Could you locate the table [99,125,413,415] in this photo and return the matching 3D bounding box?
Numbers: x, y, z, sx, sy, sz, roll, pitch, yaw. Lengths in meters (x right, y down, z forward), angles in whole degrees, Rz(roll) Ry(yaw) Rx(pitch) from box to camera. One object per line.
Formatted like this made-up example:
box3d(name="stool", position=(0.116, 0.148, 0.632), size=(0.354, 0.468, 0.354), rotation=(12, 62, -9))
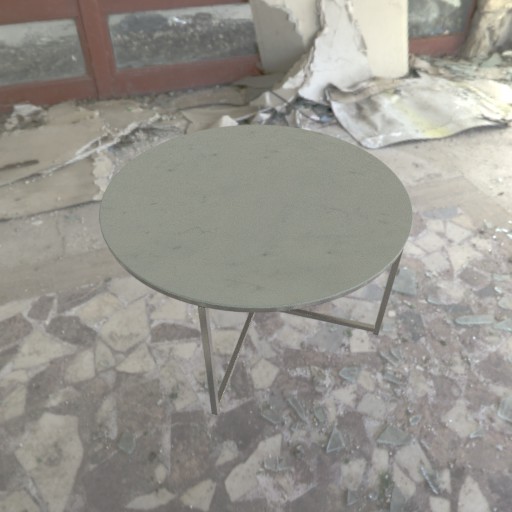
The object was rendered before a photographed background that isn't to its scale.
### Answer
box3d(name="table", position=(0.000, 0.000, 1.318), size=(0.800, 0.450, 0.800), rotation=(0, 42, 0))
